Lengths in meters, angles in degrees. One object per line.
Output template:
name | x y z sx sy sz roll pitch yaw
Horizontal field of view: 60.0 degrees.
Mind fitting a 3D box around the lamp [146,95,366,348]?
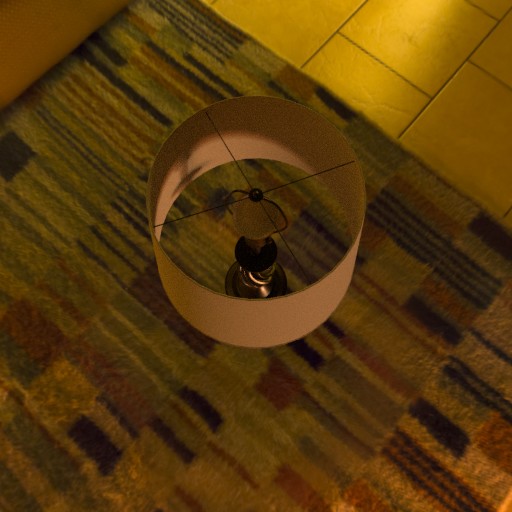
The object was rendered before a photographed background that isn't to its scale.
lamp | 0.000 0.000 0.796 0.331 0.594 0.331 0 76 0
